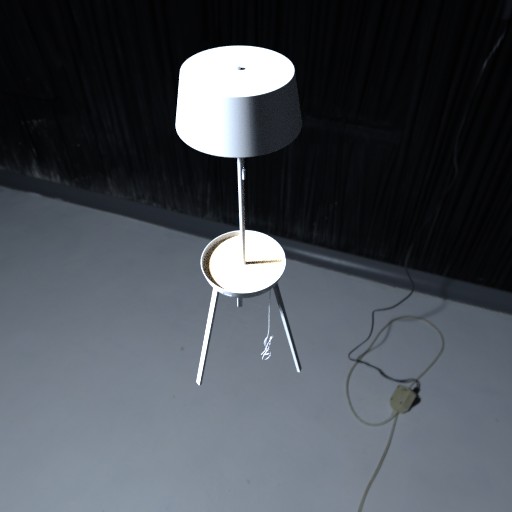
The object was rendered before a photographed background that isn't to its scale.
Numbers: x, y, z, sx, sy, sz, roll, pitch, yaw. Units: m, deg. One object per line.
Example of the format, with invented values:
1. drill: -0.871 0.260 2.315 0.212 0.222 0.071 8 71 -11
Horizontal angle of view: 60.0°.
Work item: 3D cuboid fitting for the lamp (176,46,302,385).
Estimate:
1. lamp: 0.000 0.000 1.674 0.468 1.429 0.508 16 49 15
